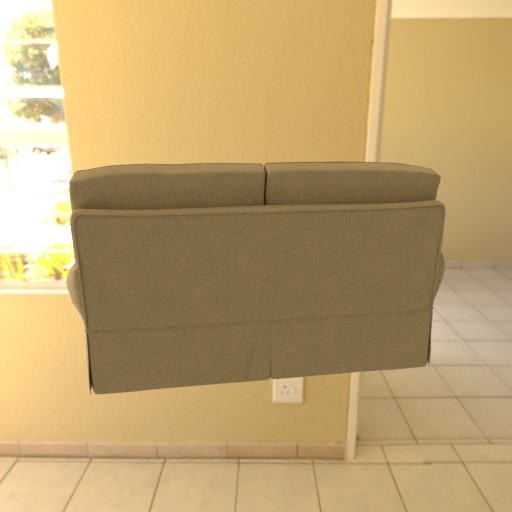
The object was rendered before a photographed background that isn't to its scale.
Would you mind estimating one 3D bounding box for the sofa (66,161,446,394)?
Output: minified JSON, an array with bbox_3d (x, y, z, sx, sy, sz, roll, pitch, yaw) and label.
[{"bbox_3d":[0.000,0.000,2.392,1.823,1.024,0.841,-2,16,-9],"label":"sofa"}]
